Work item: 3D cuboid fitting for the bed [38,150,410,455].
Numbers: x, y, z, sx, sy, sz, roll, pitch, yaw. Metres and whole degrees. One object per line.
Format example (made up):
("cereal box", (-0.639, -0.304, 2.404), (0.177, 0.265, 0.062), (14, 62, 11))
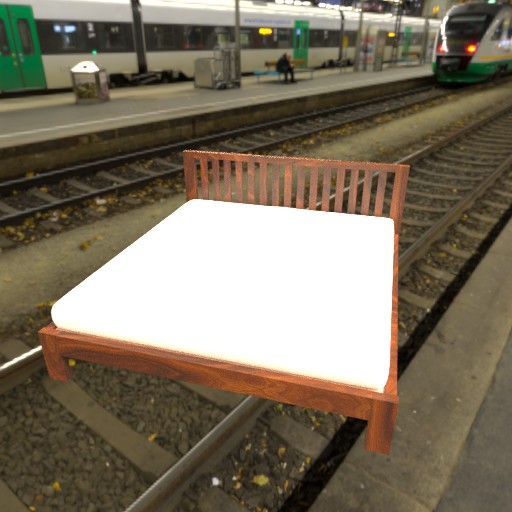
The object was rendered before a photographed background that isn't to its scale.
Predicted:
("bed", (0.000, 0.000, 3.019), (1.905, 0.890, 2.030), (7, 27, 15))
